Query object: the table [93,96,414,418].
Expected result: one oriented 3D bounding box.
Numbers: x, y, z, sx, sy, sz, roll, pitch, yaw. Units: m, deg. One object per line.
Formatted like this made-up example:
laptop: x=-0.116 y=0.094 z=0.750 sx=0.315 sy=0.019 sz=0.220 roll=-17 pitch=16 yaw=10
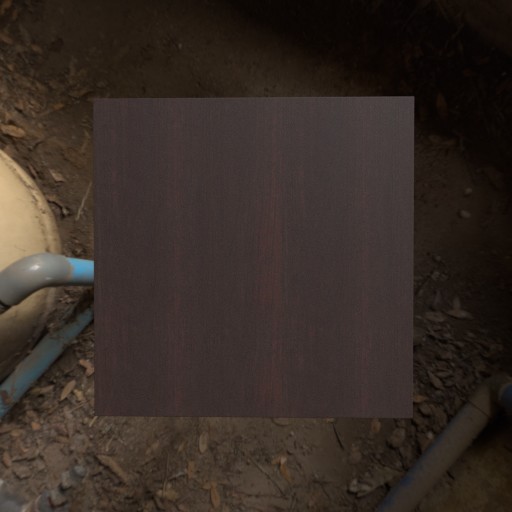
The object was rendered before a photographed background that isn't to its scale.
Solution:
table: x=0.000 y=0.000 z=0.965 sx=0.495 sy=0.559 sz=0.495 roll=0 pitch=91 yaw=1
